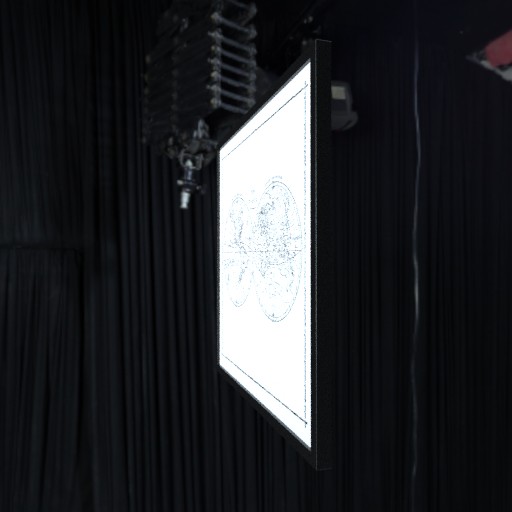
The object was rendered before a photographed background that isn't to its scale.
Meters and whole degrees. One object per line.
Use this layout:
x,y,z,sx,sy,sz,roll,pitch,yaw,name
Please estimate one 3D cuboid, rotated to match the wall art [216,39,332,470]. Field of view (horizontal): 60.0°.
0.000,0.000,1.167,0.031,0.775,0.773,0,-1,-18,wall art
